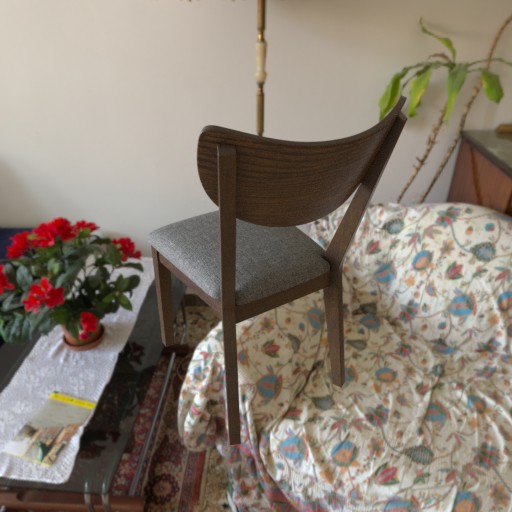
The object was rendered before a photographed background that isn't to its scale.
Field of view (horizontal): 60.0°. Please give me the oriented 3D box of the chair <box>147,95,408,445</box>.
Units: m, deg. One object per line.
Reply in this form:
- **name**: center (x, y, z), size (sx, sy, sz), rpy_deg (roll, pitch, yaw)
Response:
- **chair**: center (0.000, 0.000, 1.195), size (0.491, 0.849, 0.583), rpy_deg (-18, 35, -28)
